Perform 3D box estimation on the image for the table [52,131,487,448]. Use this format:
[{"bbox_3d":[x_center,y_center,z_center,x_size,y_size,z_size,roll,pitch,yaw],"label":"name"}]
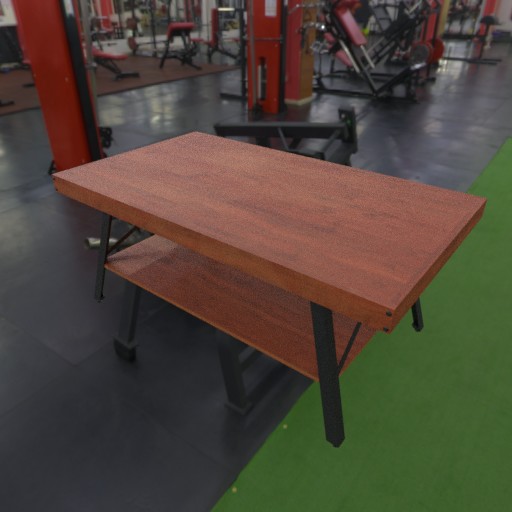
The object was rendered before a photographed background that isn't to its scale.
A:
[{"bbox_3d":[0.000,0.000,1.355,1.067,0.457,0.610,22,37,32],"label":"table"}]
